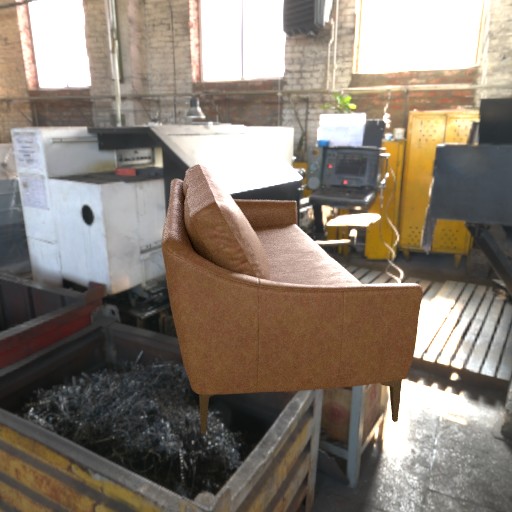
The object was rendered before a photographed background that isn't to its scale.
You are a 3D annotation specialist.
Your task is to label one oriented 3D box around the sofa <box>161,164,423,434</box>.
[{"bbox_3d":[0.000,0.000,2.594,0.981,0.945,2.036,-3,17,-9],"label":"sofa"}]
